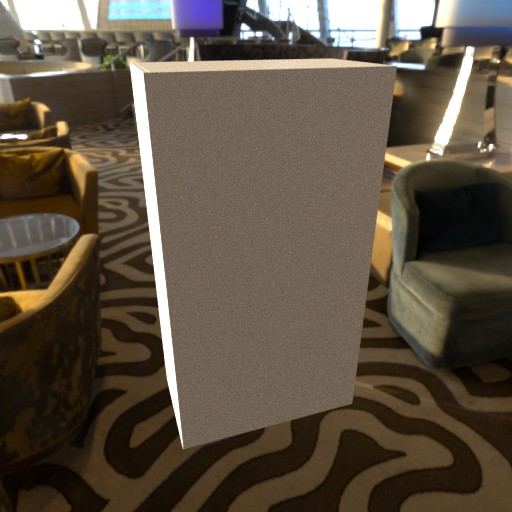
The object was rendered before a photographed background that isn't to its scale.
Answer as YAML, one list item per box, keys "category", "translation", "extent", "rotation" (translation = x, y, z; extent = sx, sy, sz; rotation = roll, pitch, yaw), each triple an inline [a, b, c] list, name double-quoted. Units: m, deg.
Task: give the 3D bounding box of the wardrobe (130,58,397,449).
- category: "wardrobe"
  translation: [0.000, 0.000, 2.271]
  extent: [0.991, 1.808, 0.577]
  rotation: [-9, 28, -17]
